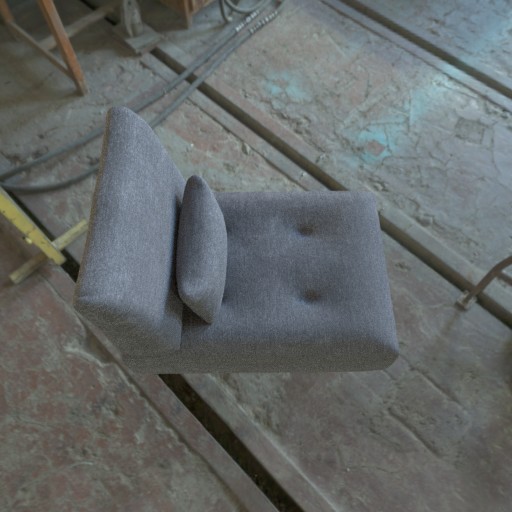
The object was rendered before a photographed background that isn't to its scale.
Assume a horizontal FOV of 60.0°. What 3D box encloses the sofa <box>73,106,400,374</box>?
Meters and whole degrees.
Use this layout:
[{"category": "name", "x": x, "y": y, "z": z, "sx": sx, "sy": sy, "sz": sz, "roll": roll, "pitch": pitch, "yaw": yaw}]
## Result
[{"category": "sofa", "x": 0.000, "y": 0.000, "z": 1.604, "sx": 1.000, "sy": 0.820, "sz": 0.700, "roll": -1, "pitch": 64, "yaw": 0}]
